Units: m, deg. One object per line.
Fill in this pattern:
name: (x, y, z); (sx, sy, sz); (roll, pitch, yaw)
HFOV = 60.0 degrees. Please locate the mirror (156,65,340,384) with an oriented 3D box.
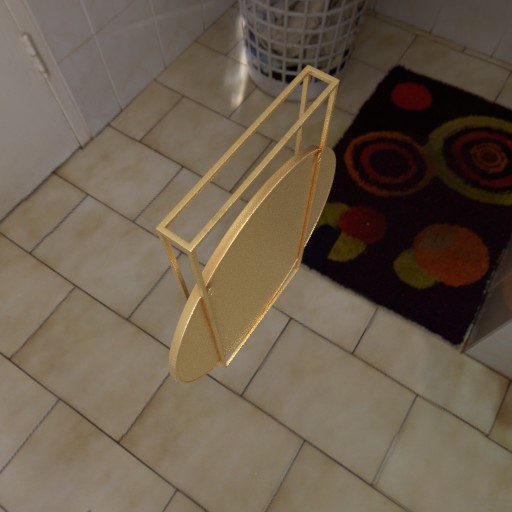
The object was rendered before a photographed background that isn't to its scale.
mirror: (0.000, 0.000, 0.812); (0.051, 0.603, 0.508); (33, 68, 15)
